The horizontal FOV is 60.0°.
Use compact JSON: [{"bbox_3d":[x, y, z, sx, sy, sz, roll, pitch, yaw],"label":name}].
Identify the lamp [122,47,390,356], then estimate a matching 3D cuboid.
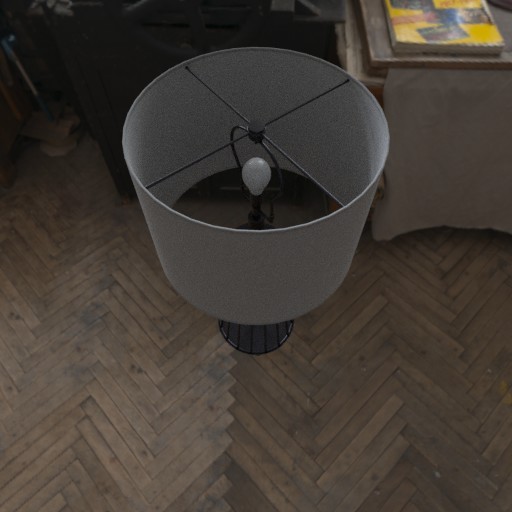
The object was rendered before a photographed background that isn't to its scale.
[{"bbox_3d":[0.000,0.000,0.789,0.322,0.593,0.322,-33,63,-19],"label":"lamp"}]
